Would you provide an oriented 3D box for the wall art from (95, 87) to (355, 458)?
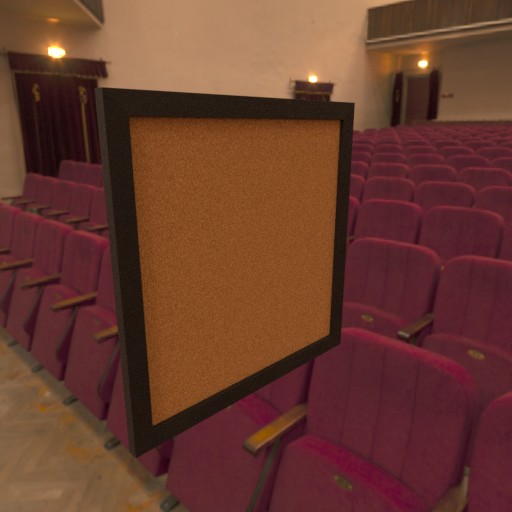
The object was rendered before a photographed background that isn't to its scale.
[{"bbox_3d":[0.000,0.000,1.504,1.016,1.016,0.038,-15,22,-42],"label":"wall art"}]
